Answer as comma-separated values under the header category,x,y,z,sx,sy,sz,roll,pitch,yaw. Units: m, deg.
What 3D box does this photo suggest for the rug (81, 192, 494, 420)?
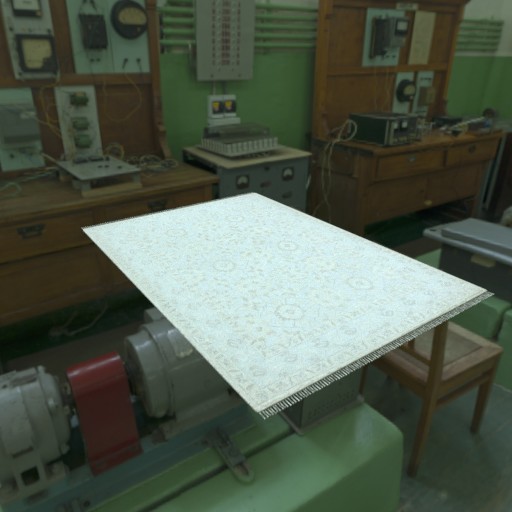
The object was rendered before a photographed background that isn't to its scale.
category,x,y,z,sx,sy,sz,roll,pitch,yaw
rug,0.000,0.000,2.771,1.514,0.011,2.233,-17,30,-32
